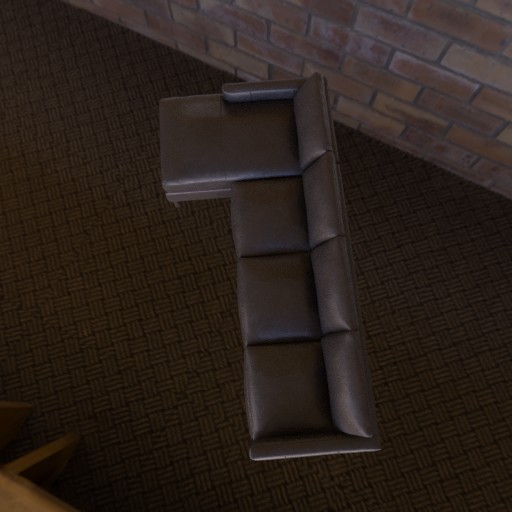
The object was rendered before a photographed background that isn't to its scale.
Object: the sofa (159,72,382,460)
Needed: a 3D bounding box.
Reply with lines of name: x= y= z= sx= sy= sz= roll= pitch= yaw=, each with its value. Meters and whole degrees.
sofa: x=0.000 y=0.000 z=3.585 sx=1.471 sy=0.859 sz=2.993 roll=-5 pitch=75 yaw=-1
